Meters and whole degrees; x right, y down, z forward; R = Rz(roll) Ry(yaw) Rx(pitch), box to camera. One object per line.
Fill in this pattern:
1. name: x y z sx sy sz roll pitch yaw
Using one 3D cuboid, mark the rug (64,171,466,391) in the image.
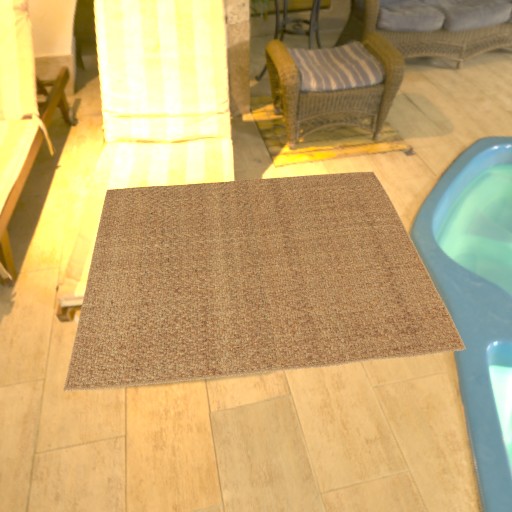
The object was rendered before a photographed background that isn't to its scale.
1. rug: 0.000 0.000 4.133 3.048 0.013 2.439 -5 45 -5
